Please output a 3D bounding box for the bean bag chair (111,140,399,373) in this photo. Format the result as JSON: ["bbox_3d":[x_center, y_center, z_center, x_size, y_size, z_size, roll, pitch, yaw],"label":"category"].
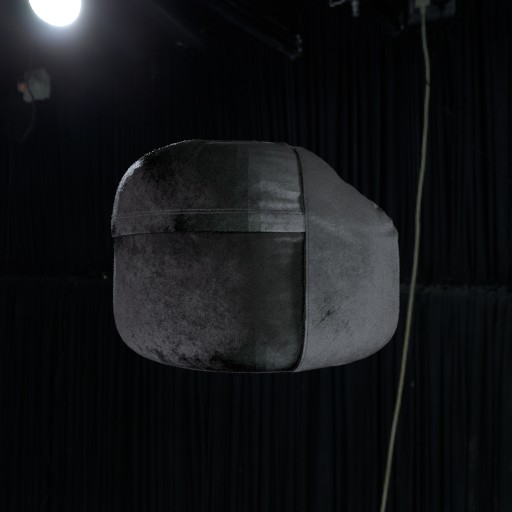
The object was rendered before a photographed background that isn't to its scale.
[{"bbox_3d":[0.000,0.000,1.485,0.918,0.605,0.918,0,0,0],"label":"bean bag chair"}]
